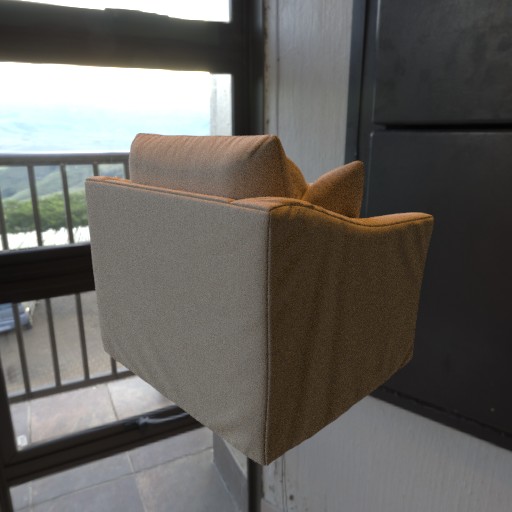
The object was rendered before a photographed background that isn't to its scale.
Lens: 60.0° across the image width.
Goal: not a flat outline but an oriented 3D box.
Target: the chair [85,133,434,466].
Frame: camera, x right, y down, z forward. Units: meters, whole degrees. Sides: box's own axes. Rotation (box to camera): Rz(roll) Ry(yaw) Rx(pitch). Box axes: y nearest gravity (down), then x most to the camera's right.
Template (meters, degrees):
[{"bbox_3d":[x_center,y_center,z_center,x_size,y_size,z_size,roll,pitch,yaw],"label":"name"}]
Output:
[{"bbox_3d":[0.000,0.000,2.044,1.071,1.093,1.194,-15,22,-42],"label":"chair"}]
